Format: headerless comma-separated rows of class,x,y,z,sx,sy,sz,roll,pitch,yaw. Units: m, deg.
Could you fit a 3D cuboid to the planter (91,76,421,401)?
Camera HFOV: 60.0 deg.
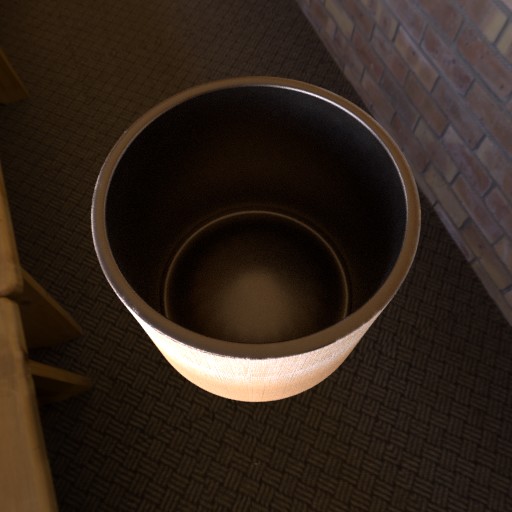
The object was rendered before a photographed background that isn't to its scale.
planter,0.000,0.000,0.436,0.254,0.221,0.254,0,65,0
